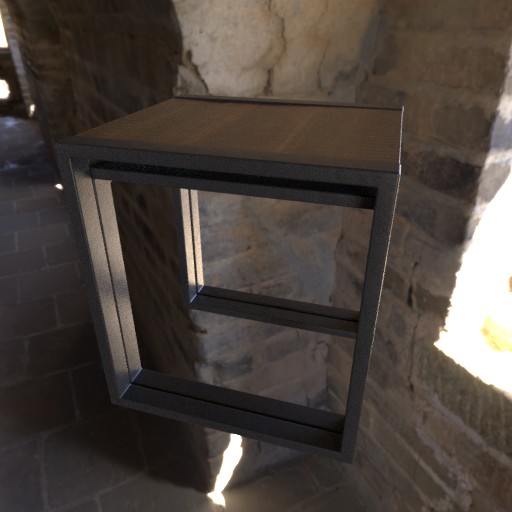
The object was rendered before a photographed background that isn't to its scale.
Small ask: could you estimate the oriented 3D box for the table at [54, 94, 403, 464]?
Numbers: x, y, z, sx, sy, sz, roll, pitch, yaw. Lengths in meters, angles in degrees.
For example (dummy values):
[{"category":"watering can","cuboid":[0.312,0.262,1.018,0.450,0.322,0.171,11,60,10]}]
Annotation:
[{"category":"table","cuboid":[0.000,0.000,0.920,0.500,0.550,0.449,8,30,14]}]
